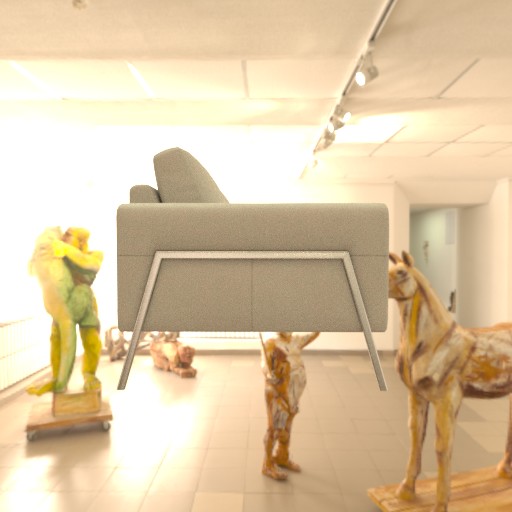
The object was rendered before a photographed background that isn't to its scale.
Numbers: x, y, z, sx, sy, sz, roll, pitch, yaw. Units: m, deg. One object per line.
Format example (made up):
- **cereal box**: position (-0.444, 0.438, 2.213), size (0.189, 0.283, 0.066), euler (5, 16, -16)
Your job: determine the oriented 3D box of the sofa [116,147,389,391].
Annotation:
- **sofa**: position (0.000, 0.000, 2.505), size (0.953, 0.875, 2.017), euler (0, 1, 1)
